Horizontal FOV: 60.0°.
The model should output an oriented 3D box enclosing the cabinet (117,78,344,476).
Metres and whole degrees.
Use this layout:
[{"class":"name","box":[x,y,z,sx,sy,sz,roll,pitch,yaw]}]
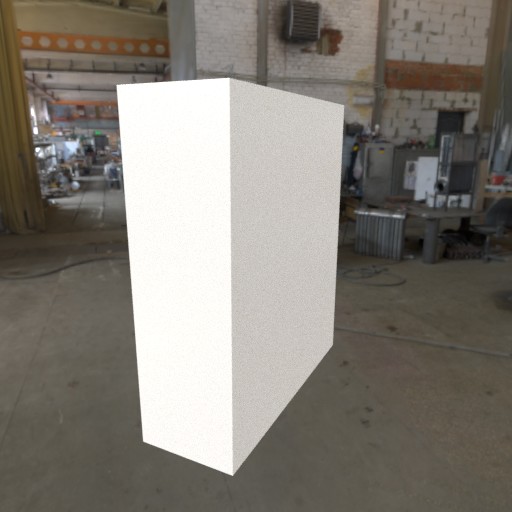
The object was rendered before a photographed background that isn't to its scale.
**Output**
[{"class":"cabinet","box":[0.000,0.000,1.701,0.348,1.150,0.990,7,16,26]}]
